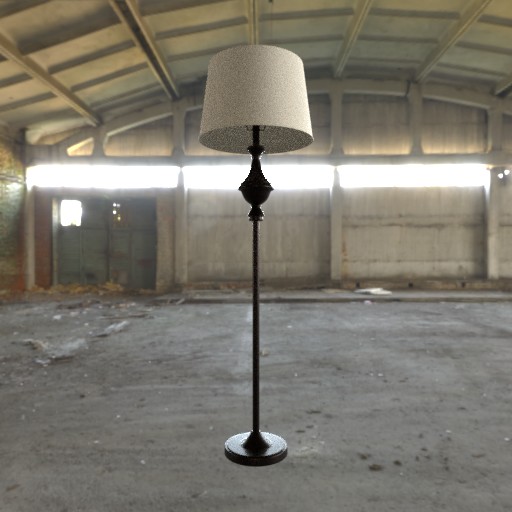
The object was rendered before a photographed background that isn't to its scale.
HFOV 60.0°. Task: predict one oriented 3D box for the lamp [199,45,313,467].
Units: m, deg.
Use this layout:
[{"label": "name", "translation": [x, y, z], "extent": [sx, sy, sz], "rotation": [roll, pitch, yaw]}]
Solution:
[{"label": "lamp", "translation": [0.000, 0.000, 1.678], "extent": [0.431, 1.484, 0.431], "rotation": [0, 0, 0]}]
